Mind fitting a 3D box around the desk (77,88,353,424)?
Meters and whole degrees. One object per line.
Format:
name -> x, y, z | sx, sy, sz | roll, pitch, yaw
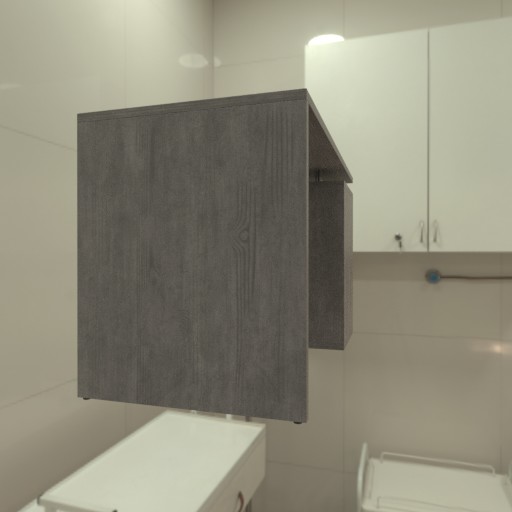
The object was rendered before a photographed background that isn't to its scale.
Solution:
desk -> 0.000, 0.000, 1.633 | 0.600, 0.740, 1.200 | 0, 0, 17
